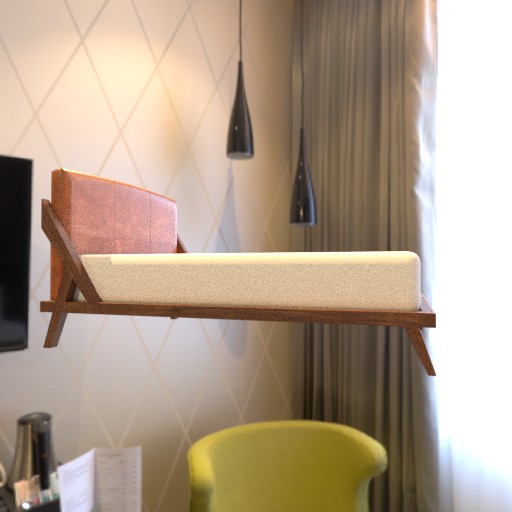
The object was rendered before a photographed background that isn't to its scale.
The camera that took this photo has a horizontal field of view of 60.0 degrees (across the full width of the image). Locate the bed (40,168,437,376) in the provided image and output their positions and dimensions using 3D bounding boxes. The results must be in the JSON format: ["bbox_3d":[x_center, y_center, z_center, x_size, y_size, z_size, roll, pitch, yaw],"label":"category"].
[{"bbox_3d":[0.000,0.000,3.211,2.311,1.168,1.651,0,-1,18],"label":"bed"}]
